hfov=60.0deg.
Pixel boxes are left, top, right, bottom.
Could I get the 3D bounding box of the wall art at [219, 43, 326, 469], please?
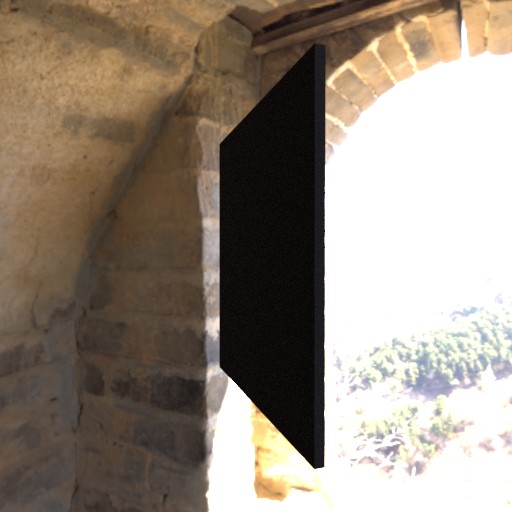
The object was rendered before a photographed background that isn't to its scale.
[{"bbox_3d":[0.000,0.000,0.695,0.013,0.458,0.456,0,0,-18],"label":"wall art"}]
